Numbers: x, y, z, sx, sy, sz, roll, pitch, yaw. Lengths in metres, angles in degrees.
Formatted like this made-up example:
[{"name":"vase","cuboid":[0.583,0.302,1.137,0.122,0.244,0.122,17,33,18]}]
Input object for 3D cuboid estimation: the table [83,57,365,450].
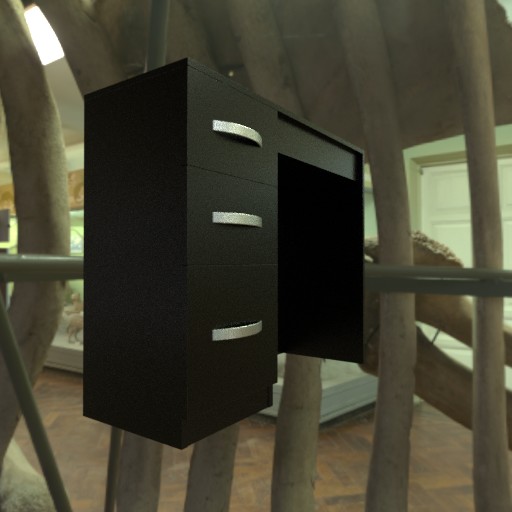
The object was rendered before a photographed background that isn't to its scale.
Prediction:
[{"name":"table","cuboid":[0.000,0.000,1.360,0.380,0.790,0.930,0,-1,35]}]
